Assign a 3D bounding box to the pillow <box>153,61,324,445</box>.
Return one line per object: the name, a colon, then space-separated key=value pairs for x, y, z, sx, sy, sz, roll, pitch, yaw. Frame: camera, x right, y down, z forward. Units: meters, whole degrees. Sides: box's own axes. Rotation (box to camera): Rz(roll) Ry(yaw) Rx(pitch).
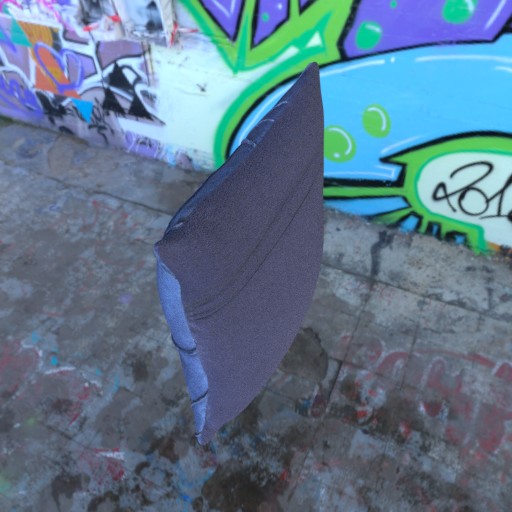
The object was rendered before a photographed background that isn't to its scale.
pillow: x=0.000 y=0.000 z=0.678 sx=0.183 sy=0.440 sz=0.439 roll=18 pitch=48 yaw=17
